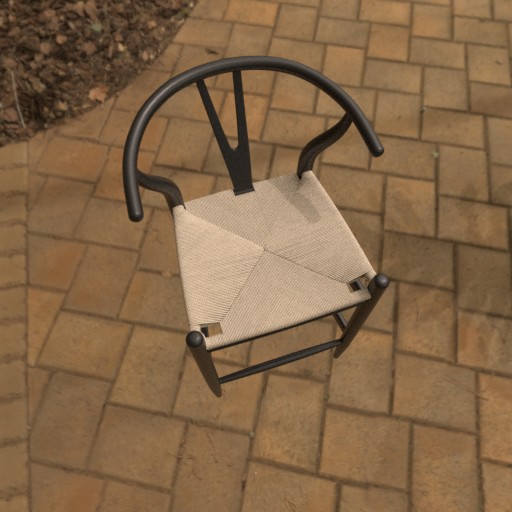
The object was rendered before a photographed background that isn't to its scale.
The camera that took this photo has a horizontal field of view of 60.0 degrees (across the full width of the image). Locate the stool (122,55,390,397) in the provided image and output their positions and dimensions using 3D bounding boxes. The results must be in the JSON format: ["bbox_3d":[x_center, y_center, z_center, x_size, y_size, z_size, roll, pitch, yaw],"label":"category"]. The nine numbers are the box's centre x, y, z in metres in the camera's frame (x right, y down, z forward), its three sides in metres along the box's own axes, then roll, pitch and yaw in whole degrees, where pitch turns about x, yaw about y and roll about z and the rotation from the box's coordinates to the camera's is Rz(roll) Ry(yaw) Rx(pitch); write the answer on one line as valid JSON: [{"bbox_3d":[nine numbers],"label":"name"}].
[{"bbox_3d":[0.000,0.000,1.341,0.569,0.970,0.579,-16,65,-8],"label":"stool"}]
